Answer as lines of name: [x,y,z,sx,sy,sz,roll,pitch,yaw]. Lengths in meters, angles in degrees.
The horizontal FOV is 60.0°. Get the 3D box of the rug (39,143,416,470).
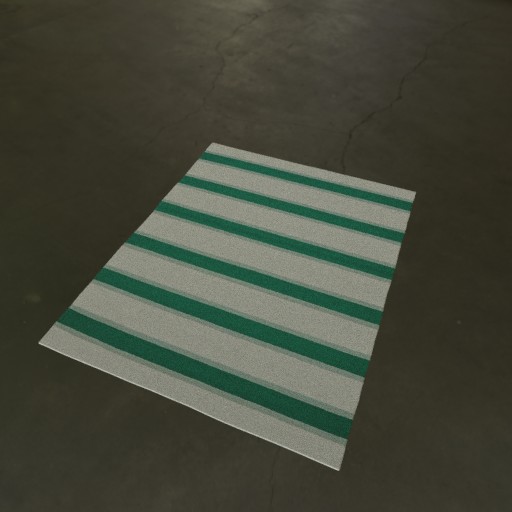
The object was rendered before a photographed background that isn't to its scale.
rug: [0.000,0.000,4.100,2.434,0.019,3.041,17,49,15]
